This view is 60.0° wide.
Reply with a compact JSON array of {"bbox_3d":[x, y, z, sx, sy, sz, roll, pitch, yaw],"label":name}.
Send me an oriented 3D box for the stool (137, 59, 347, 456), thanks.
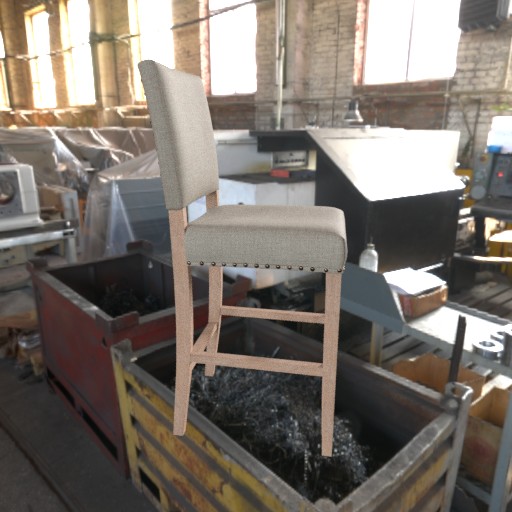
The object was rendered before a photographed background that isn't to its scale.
[{"bbox_3d":[0.000,0.000,1.484,0.585,1.173,0.445,3,16,10],"label":"stool"}]
